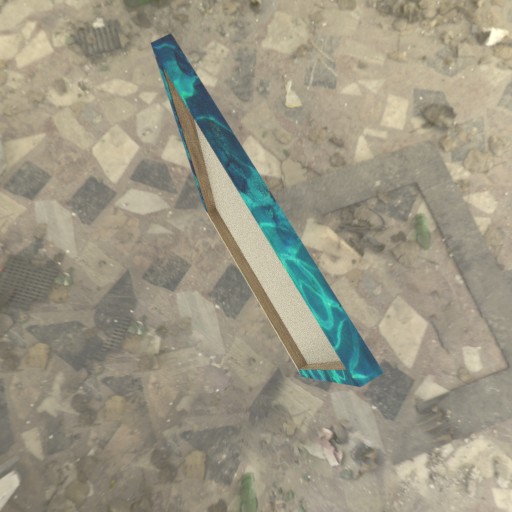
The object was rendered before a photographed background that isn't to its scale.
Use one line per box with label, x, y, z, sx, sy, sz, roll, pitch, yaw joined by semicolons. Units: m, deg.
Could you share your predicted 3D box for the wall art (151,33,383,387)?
wall art;0.000;0.000;1.013;0.038;0.760;0.609;-29;78;-7
